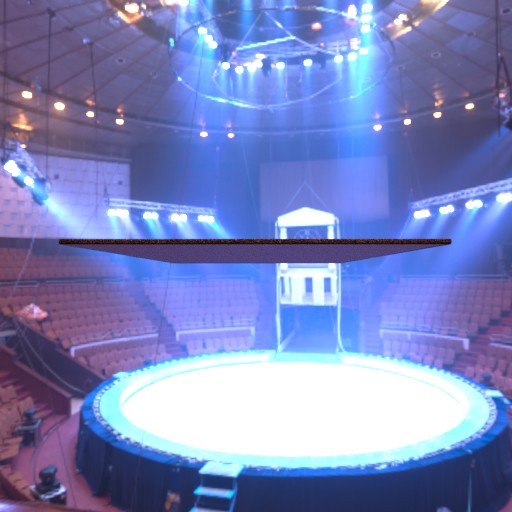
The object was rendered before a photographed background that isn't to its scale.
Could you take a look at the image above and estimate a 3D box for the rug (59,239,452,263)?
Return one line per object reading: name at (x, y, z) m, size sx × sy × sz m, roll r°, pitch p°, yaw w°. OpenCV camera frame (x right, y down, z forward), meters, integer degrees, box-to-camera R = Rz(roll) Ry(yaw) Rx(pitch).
rug at (0.000, 0.000, 3.365) m, size 1.802 × 0.026 × 2.699 m, roll 0°, pitch -3°, yaw 0°
